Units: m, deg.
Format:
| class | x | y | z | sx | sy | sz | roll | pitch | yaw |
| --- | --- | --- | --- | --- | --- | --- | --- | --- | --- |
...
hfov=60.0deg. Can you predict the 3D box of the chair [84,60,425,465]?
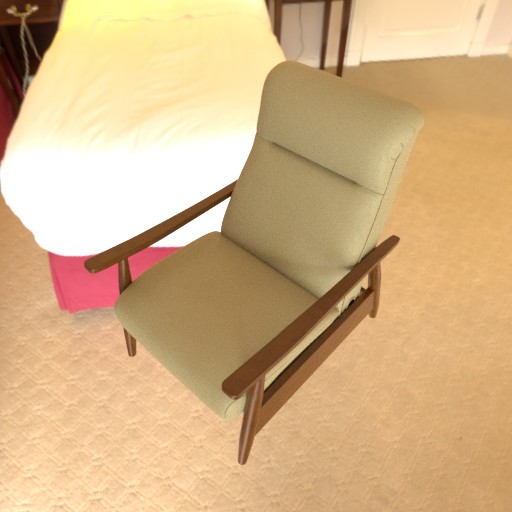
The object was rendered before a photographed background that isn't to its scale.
| class | x | y | z | sx | sy | sz | roll | pitch | yaw |
| --- | --- | --- | --- | --- | --- | --- | --- | --- | --- |
| chair | 0.000 | 0.000 | 1.725 | 0.762 | 1.082 | 1.014 | 33 | 55 | 28 |
